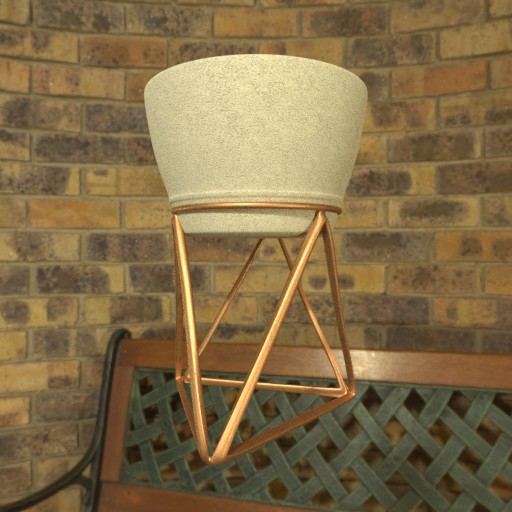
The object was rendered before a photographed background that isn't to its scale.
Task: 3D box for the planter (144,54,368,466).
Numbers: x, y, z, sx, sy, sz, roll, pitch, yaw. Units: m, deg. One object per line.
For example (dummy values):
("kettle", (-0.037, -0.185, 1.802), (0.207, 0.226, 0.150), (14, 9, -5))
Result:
("planter", (0.000, 0.000, 0.722), (0.350, 0.504, 0.350), (0, 2, -16))
